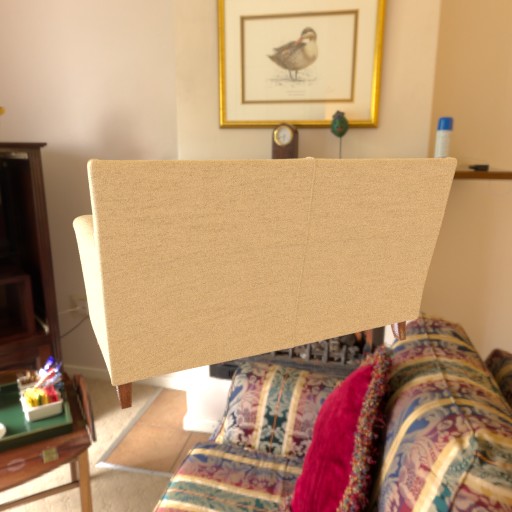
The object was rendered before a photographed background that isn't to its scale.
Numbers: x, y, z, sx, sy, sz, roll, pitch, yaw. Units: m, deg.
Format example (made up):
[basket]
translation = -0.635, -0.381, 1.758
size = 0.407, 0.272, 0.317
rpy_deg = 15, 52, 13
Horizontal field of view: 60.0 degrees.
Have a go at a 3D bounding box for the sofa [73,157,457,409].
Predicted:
[sofa]
translation = 0.000, 0.000, 2.033
size = 1.482, 0.892, 0.891
rpy_deg = -6, 14, -26
